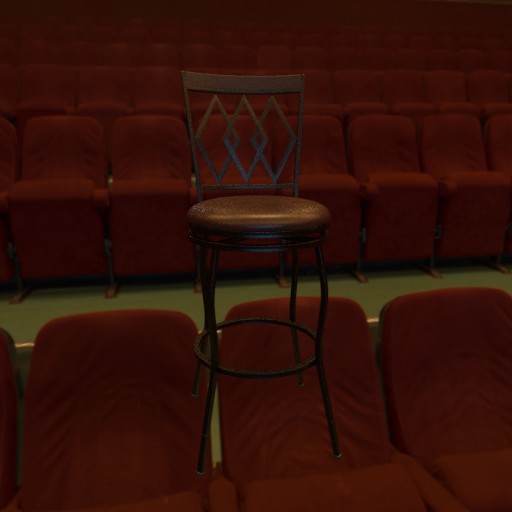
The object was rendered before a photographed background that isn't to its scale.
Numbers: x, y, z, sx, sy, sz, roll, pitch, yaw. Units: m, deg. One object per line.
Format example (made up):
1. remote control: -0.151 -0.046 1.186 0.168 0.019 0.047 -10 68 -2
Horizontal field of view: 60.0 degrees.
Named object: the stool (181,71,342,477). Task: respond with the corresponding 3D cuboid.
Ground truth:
1. stool: 0.000 0.000 1.388 0.432 1.134 0.521 -2 14 -10
